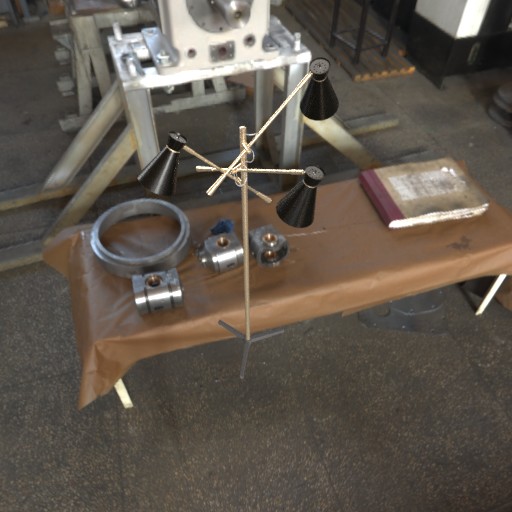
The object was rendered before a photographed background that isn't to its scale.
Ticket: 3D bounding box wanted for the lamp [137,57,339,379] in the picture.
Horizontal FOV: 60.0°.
[{"bbox_3d":[0.000,0.000,2.158,0.653,1.804,0.750,31,55,25],"label":"lamp"}]
